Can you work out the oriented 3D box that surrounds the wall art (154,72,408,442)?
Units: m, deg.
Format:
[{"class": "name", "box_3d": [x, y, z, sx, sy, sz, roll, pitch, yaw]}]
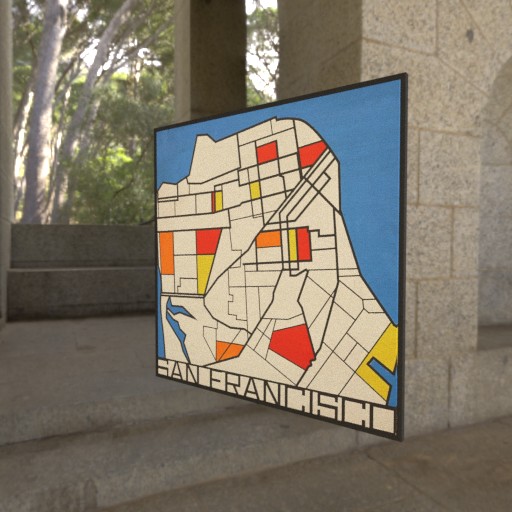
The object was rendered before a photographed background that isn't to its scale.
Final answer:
[{"class": "wall art", "box_3d": [0.000, 0.000, 0.993, 0.664, 0.663, 0.015, 1, 2, 36]}]
